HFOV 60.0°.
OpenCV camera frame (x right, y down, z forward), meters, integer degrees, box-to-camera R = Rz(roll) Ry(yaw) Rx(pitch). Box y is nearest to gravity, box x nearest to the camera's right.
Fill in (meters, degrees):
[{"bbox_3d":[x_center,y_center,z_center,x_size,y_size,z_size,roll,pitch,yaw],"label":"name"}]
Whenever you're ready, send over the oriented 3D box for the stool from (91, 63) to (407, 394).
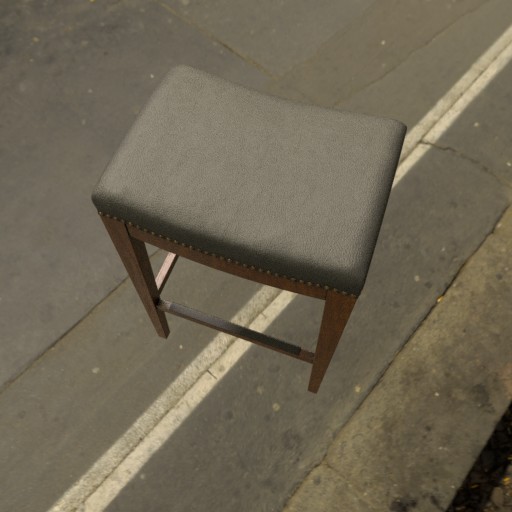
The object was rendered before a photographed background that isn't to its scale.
[{"bbox_3d":[0.000,0.000,1.049,0.500,0.765,0.361,18,65,9],"label":"stool"}]
